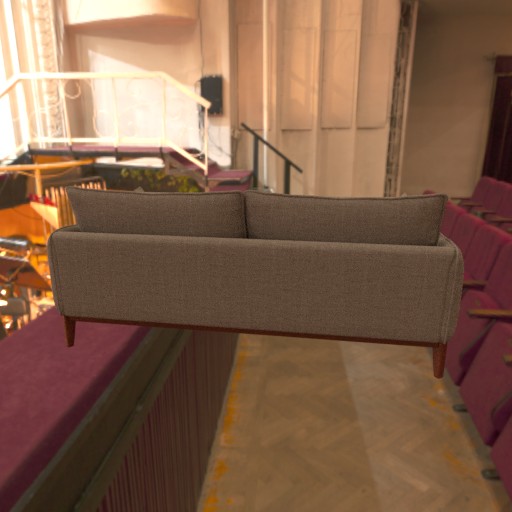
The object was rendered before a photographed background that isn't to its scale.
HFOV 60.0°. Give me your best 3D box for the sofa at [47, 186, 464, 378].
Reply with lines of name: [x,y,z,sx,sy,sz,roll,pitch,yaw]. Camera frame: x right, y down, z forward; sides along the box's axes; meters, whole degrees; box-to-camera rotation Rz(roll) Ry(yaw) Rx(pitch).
sofa: [0.000,0.000,2.501,1.989,0.851,0.972,3,16,9]
